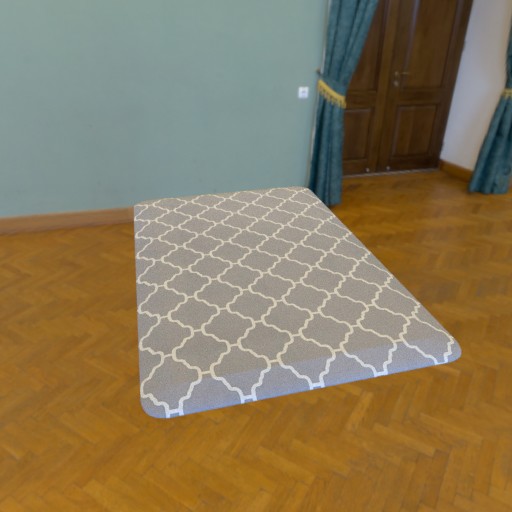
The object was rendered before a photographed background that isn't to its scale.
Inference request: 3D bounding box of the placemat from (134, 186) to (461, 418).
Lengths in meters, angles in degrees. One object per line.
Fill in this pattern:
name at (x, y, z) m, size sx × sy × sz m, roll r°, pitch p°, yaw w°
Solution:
placemat at (0.000, 0.000, 0.960) m, size 0.508 × 0.021 × 0.762 m, roll -7°, pitch 31°, yaw -12°
